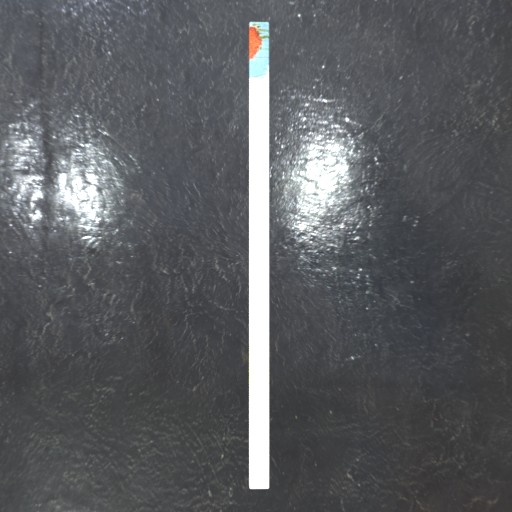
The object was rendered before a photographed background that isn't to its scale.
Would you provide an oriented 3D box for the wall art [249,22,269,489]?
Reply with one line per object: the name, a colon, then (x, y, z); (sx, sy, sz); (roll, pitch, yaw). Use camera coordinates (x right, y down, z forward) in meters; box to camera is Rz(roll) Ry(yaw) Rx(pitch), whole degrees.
wall art: (0.000, 0.000, 1.471); (0.044, 1.017, 1.017); (0, 90, -1)
